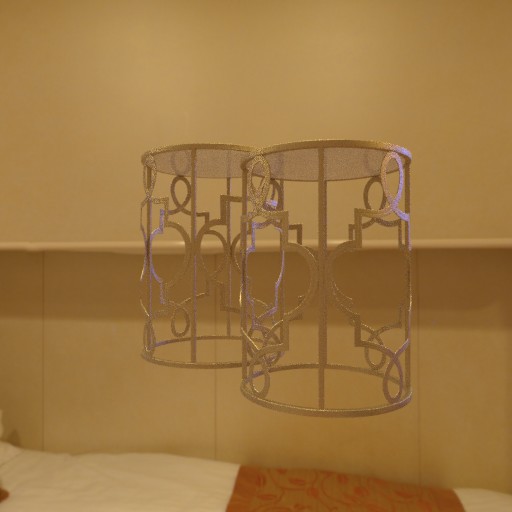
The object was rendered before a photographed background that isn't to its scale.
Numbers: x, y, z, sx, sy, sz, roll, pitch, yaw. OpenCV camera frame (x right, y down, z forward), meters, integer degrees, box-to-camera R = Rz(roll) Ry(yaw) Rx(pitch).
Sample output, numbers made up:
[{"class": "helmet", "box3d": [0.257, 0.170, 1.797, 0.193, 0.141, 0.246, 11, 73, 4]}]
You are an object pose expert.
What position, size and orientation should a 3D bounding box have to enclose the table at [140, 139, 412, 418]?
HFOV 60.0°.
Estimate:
[{"class": "table", "box3d": [0.000, 0.000, 1.144, 0.420, 0.564, 0.846, 0, 0, -36]}]
